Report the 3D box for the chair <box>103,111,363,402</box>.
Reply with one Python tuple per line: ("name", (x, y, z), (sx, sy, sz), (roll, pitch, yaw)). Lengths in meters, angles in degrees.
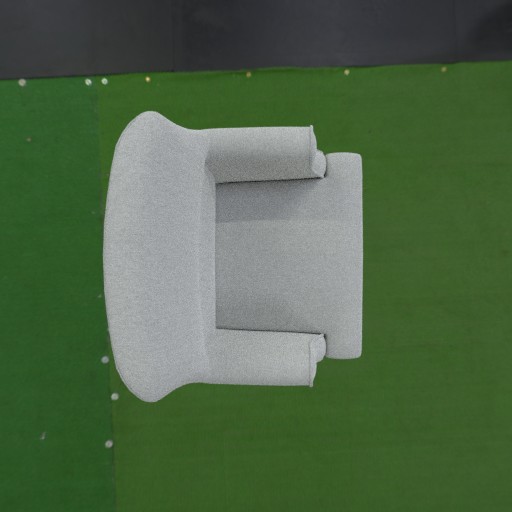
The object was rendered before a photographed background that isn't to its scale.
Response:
("chair", (0.000, 0.000, 1.480), (0.750, 0.875, 0.781), (0, 90, -2))
